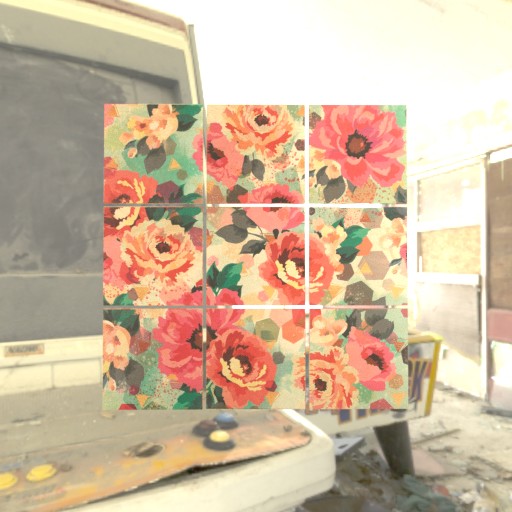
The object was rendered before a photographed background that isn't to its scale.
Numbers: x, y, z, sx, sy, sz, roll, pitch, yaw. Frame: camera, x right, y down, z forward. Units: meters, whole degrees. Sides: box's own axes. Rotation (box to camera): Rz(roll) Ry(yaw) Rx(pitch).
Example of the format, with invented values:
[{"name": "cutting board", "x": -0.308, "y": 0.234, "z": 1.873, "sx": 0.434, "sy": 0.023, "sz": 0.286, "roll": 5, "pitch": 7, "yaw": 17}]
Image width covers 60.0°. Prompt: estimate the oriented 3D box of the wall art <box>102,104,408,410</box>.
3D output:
[{"name": "wall art", "x": 0.000, "y": 0.000, "z": 1.779, "sx": 1.216, "sy": 1.220, "sz": 0.013, "roll": 0, "pitch": -1, "yaw": -1}]
